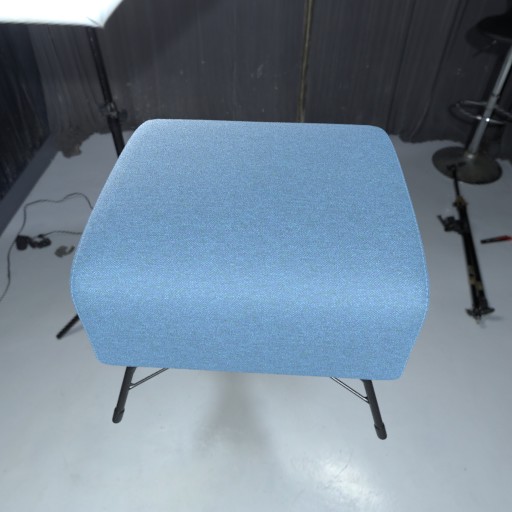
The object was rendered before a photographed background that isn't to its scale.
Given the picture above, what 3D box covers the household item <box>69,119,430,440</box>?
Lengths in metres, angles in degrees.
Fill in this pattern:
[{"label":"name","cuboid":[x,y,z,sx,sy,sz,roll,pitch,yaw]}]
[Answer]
[{"label":"household item","cuboid":[0.000,0.000,0.885,0.530,0.420,0.530,3,45,3]}]
